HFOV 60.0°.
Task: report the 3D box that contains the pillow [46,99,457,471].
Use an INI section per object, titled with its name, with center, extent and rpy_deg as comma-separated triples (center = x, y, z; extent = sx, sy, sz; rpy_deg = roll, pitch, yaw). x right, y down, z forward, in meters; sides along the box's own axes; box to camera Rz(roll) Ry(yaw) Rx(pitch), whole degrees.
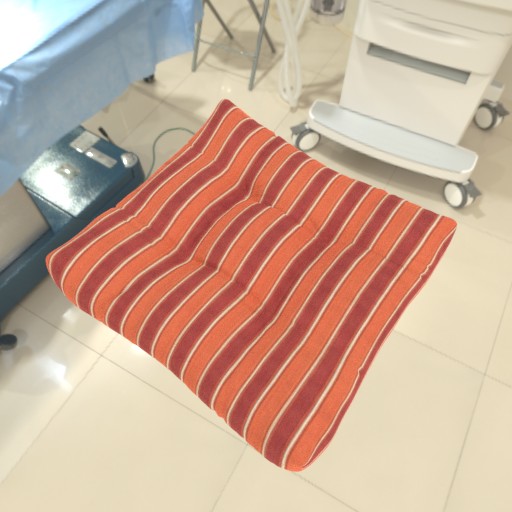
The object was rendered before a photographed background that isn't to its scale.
[pillow]
center = 0.000, 0.000, 0.719
extent = 0.490, 0.133, 0.468
rpy_deg = 32, 64, 18
